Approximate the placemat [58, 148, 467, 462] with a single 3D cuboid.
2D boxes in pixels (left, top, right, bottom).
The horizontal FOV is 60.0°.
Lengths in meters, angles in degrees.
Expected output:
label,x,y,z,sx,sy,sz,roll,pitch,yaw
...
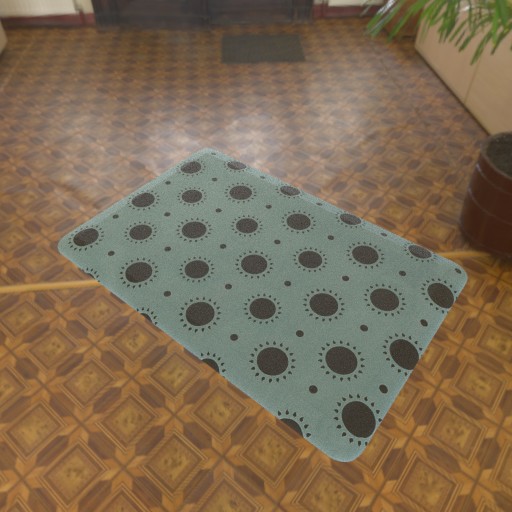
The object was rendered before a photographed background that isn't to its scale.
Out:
label,x,y,z,sx,sy,sz,roll,pitch,yaw
placemat,0.000,0.000,0.953,0.762,0.021,0.508,30,54,25
